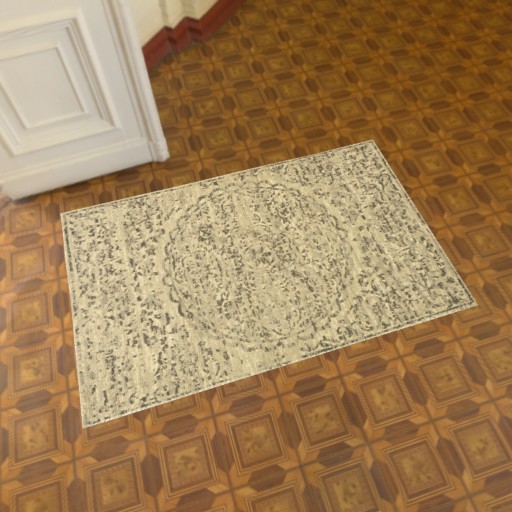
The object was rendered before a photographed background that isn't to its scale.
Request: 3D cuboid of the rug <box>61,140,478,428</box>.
[{"bbox_3d":[0.000,0.000,2.975,2.447,0.021,1.527,-15,60,-9],"label":"rug"}]
